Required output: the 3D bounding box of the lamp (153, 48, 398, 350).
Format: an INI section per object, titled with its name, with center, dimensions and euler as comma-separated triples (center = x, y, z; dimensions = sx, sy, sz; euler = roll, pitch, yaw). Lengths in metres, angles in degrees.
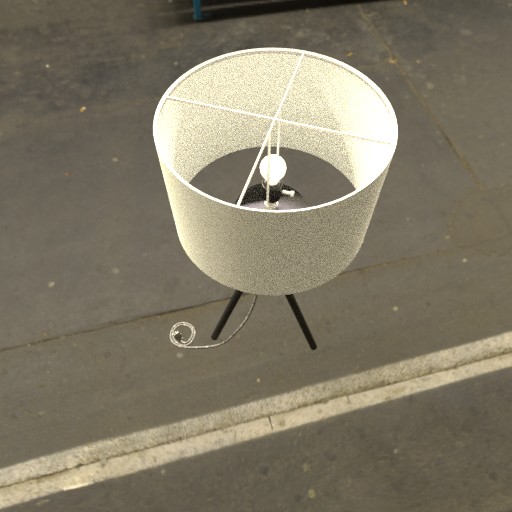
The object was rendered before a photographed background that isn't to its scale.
[lamp]
center = 0.000, 0.000, 0.918
dimensions = 0.422, 0.674, 0.353
euler = -32, 62, -19
